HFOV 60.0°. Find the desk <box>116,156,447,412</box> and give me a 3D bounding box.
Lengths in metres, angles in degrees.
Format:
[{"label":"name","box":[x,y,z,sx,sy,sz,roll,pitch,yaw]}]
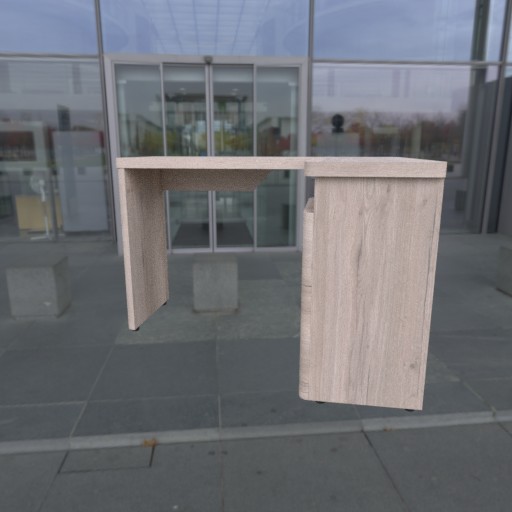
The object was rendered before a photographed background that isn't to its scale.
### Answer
[{"label":"desk","box":[0.000,0.000,1.767,1.169,0.760,0.900,2,14,9]}]
